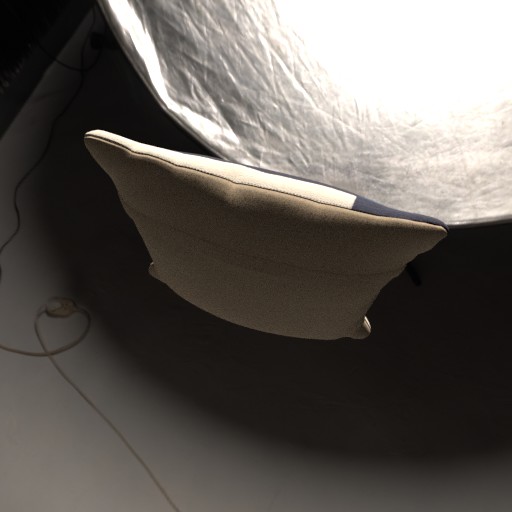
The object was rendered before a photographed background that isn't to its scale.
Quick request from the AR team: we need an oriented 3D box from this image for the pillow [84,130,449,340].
[{"bbox_3d":[0.000,0.000,0.812,0.536,0.506,0.229,15,66,7],"label":"pillow"}]
